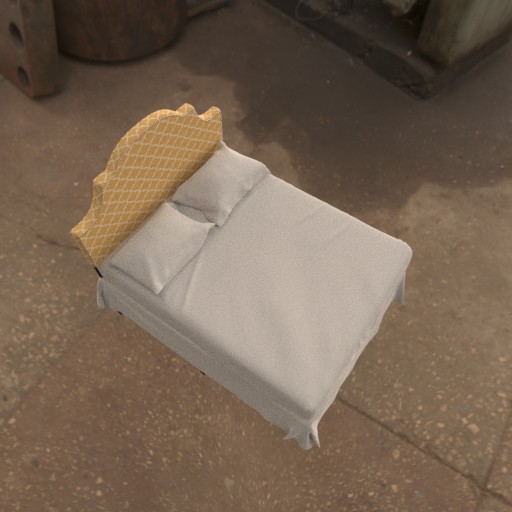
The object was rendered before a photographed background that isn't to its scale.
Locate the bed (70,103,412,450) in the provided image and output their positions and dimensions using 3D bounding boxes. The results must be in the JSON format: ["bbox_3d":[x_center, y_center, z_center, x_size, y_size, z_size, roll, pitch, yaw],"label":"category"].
[{"bbox_3d":[0.000,0.000,3.402,2.222,1.633,1.780,31,63,18],"label":"bed"}]
